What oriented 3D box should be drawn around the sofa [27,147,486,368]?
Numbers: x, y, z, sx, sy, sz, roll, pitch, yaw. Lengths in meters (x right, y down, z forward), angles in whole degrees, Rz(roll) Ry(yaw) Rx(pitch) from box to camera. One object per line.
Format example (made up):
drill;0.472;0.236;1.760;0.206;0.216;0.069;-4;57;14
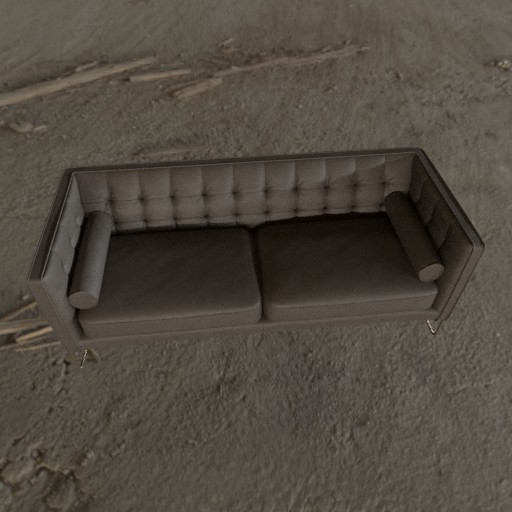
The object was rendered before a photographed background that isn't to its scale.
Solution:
sofa;0.000;0.000;2.516;2.087;0.789;0.867;-4;46;-4
